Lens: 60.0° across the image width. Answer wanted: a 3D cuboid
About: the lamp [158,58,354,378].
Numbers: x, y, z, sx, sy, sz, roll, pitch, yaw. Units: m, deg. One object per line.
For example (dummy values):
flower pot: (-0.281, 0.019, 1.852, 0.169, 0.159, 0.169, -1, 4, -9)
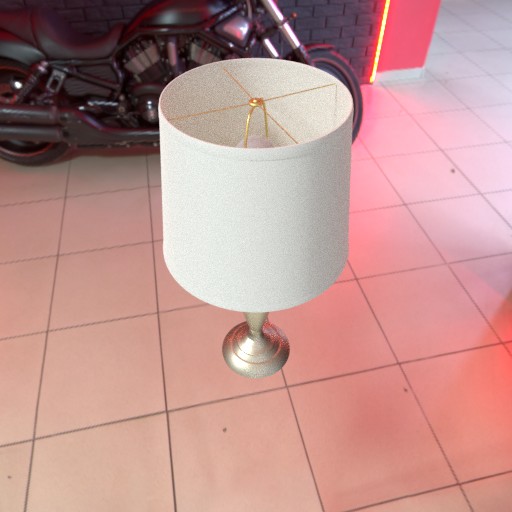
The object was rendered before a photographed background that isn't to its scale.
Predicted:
lamp: (0.000, 0.000, 0.823, 0.328, 0.619, 0.328, 0, 46, 0)
